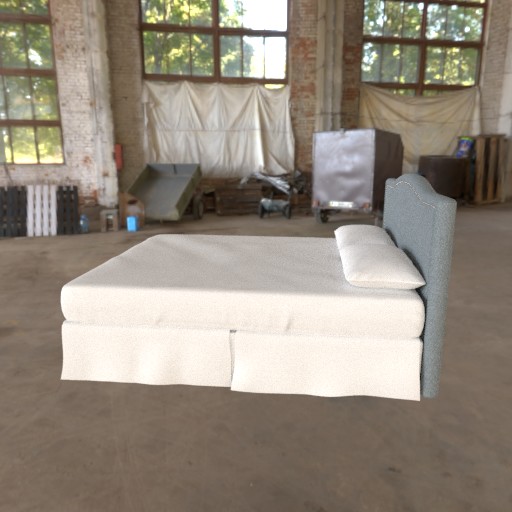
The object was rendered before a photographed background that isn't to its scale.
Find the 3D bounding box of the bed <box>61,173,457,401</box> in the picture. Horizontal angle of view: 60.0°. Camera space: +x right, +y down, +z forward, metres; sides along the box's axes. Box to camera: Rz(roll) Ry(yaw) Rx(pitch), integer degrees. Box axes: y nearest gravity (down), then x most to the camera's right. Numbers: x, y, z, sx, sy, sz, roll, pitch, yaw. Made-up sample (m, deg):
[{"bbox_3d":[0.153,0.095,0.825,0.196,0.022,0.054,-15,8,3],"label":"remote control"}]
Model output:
[{"bbox_3d":[0.000,0.000,3.938,2.689,1.457,2.161,2,13,7],"label":"bed"}]
